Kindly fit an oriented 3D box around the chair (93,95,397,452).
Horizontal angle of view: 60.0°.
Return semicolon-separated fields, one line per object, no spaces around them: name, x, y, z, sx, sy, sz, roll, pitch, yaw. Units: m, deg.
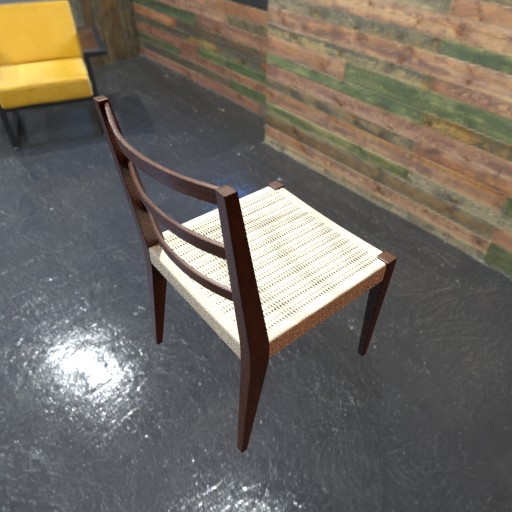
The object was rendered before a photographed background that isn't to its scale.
chair;0.000;0.000;1.155;0.551;0.813;0.480;-28;48;-28
